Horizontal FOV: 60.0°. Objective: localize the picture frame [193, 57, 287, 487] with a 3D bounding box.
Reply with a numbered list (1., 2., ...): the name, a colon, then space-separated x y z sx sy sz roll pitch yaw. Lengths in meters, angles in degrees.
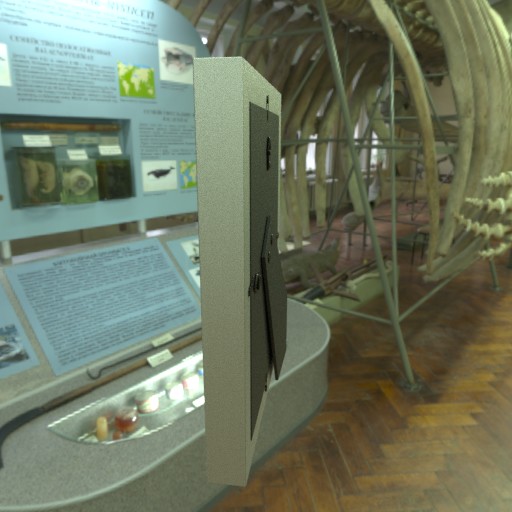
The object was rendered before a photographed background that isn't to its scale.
1. picture frame: 0.000 0.000 0.281 0.028 0.208 0.157 2 15 8
